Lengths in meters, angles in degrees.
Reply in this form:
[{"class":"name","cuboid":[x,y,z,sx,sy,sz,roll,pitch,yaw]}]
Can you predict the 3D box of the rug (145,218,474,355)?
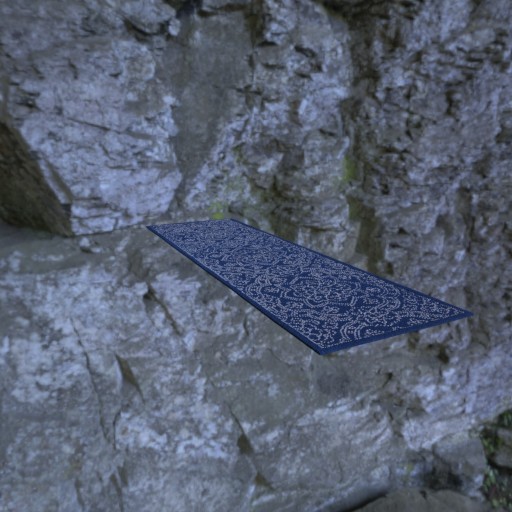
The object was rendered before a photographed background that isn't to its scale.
[{"class":"rug","cuboid":[0.000,0.000,2.696,0.769,0.012,2.448,-8,17,-26]}]
